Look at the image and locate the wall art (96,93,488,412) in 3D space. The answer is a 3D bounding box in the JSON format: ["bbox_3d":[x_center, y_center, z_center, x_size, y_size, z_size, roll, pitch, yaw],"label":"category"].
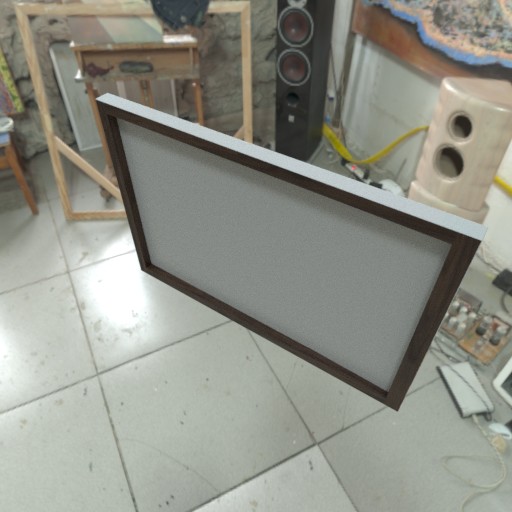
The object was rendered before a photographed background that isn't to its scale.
[{"bbox_3d":[0.000,0.000,1.407,1.138,0.761,0.051,25,50,23],"label":"wall art"}]
